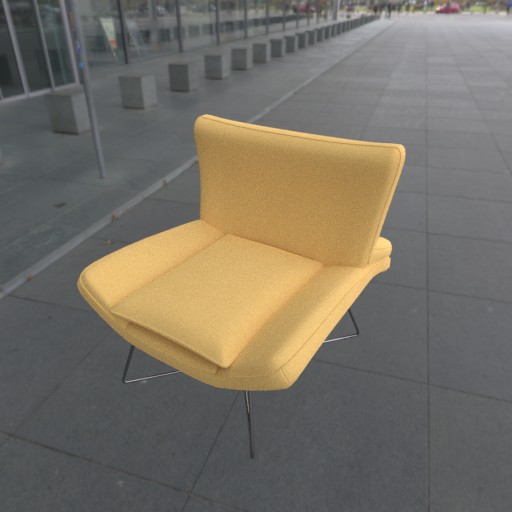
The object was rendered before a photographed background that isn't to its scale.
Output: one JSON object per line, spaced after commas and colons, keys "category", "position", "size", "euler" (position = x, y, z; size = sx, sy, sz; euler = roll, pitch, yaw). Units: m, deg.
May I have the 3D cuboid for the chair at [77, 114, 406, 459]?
{"category": "chair", "position": [0.000, 0.000, 1.660], "size": [0.859, 0.855, 1.008], "euler": [18, 34, 29]}
